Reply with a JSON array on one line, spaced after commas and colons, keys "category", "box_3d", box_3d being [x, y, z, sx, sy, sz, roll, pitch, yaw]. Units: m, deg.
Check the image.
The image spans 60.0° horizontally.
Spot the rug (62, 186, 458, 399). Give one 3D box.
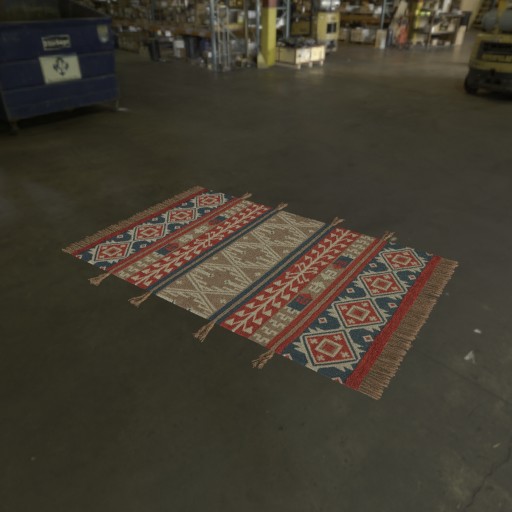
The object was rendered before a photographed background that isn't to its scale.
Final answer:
[{"category": "rug", "box_3d": [0.000, 0.000, 3.169, 2.450, 0.048, 1.778, 20, 36, 29]}]
